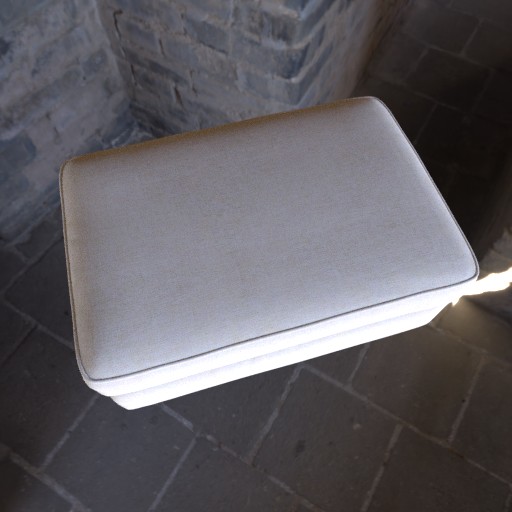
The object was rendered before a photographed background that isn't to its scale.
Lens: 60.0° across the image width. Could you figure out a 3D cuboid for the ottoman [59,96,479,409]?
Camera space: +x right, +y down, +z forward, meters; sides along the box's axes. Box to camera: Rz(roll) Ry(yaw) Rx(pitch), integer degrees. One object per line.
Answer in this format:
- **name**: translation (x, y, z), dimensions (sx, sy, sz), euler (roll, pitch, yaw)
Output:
- **ottoman**: translation (0.000, 0.000, 1.184), dimensions (0.862, 0.484, 0.583), euler (-14, 63, -7)
